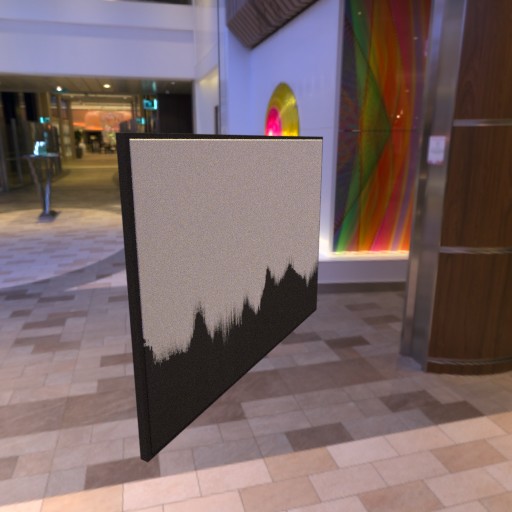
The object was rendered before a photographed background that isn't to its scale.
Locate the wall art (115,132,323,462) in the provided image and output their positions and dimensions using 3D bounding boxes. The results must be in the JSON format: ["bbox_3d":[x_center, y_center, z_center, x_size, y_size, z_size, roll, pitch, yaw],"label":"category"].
[{"bbox_3d":[0.000,0.000,1.531,0.028,0.805,1.190,8,16,27],"label":"wall art"}]
